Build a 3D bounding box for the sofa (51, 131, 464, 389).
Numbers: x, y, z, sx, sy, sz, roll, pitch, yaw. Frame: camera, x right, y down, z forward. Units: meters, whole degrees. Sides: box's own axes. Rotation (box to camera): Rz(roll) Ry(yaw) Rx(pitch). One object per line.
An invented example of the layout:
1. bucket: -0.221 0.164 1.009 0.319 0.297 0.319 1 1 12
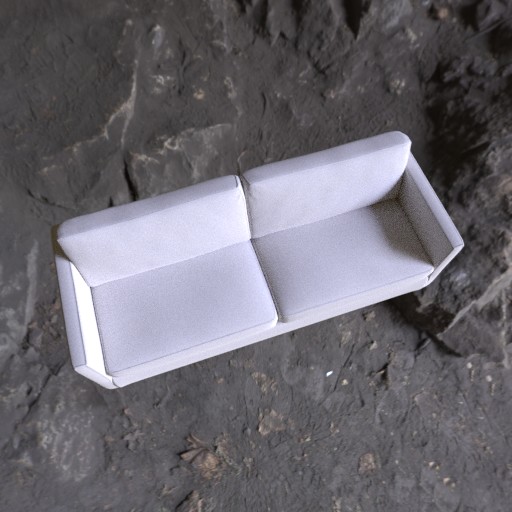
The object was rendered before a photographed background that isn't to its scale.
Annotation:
1. sofa: 0.000 0.000 2.903 2.361 0.962 0.951 -17 66 -8
